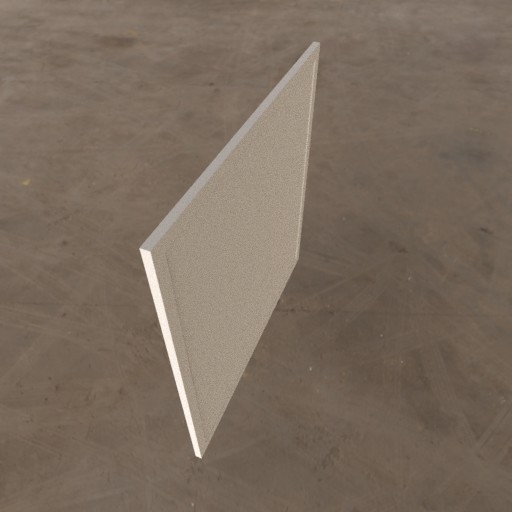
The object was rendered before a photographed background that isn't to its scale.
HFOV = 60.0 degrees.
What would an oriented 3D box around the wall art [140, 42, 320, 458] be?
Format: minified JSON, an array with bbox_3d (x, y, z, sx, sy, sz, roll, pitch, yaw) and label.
[{"bbox_3d":[0.000,0.000,0.958,0.015,0.660,0.660,17,49,15],"label":"wall art"}]
